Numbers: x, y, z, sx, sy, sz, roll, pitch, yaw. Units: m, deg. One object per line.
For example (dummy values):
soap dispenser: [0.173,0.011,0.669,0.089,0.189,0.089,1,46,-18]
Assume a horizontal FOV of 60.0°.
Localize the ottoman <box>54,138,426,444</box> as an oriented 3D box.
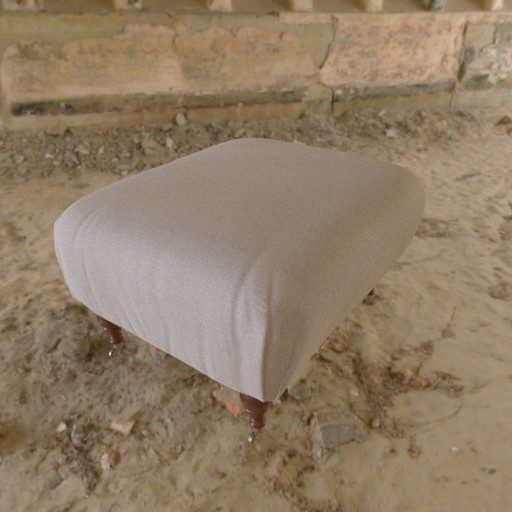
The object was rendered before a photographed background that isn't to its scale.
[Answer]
ottoman: [0.000,0.000,1.113,0.622,0.450,0.746,19,35,30]
